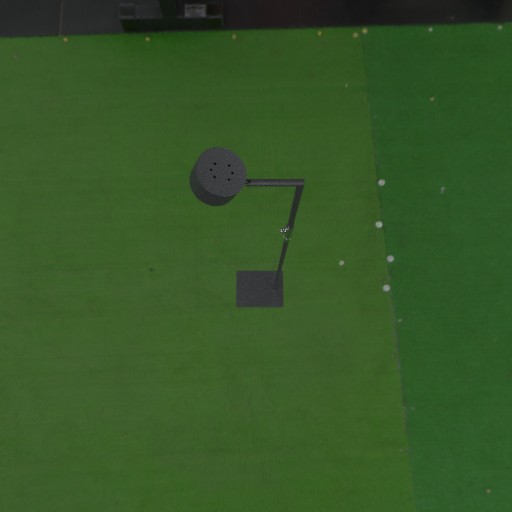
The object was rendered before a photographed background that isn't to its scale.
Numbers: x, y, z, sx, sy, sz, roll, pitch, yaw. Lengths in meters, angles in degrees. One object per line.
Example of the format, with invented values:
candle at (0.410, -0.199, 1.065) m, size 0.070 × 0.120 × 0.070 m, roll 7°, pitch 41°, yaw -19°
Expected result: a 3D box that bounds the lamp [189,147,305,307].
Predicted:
lamp at (0.000, 0.000, 1.728) m, size 0.304 × 1.600 × 0.203 m, roll 0°, pitch 76°, yaw 0°
